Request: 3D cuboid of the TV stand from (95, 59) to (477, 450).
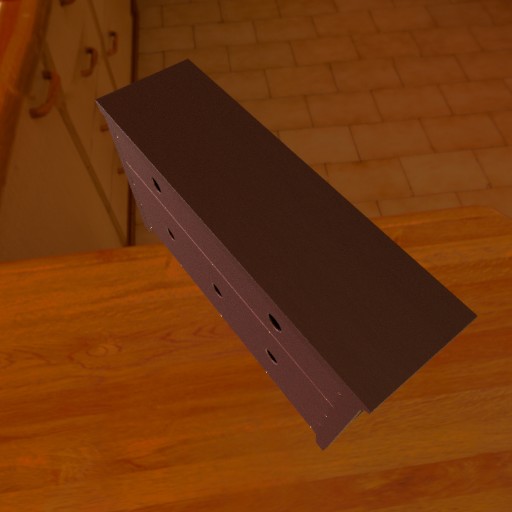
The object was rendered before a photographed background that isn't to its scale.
[{"bbox_3d":[0.000,0.000,1.483,0.347,0.681,1.198,-34,64,-19],"label":"TV stand"}]
